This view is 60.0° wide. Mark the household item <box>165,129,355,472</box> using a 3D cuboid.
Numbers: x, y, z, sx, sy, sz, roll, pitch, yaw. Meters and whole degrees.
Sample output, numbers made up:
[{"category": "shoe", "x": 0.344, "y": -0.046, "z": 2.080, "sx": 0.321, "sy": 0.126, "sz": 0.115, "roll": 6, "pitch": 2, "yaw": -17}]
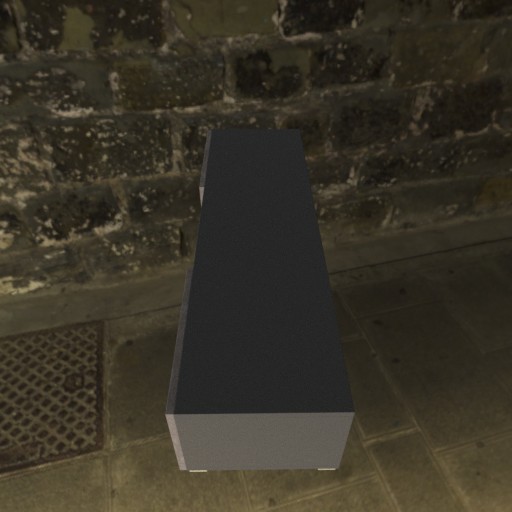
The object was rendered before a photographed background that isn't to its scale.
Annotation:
[{"category": "household item", "x": 0.000, "y": 0.000, "z": 1.607, "sx": 0.420, "sy": 0.310, "sz": 1.400, "roll": -1, "pitch": 42, "yaw": -1}]
